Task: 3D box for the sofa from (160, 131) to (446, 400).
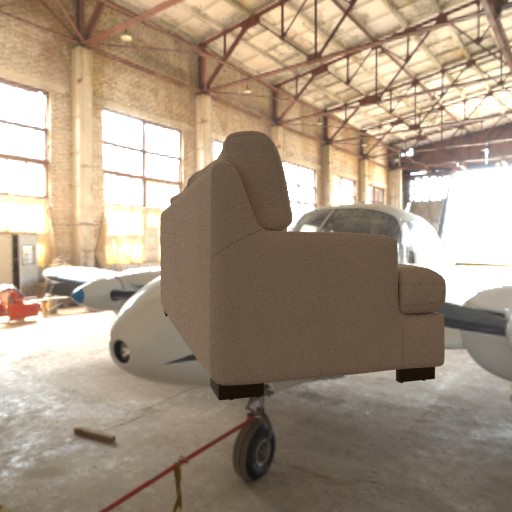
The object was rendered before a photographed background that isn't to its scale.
[{"bbox_3d":[0.000,0.000,2.568,0.929,0.925,2.147,0,1,-17],"label":"sofa"}]
